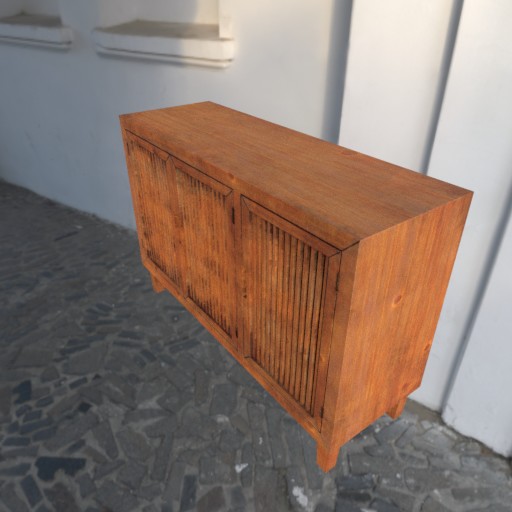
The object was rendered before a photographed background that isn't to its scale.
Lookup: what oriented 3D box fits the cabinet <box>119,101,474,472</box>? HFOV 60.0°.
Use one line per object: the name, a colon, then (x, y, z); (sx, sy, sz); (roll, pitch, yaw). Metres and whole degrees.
cabinet: (0.000, 0.000, 1.578); (0.403, 0.805, 1.204); (-21, 37, -31)
